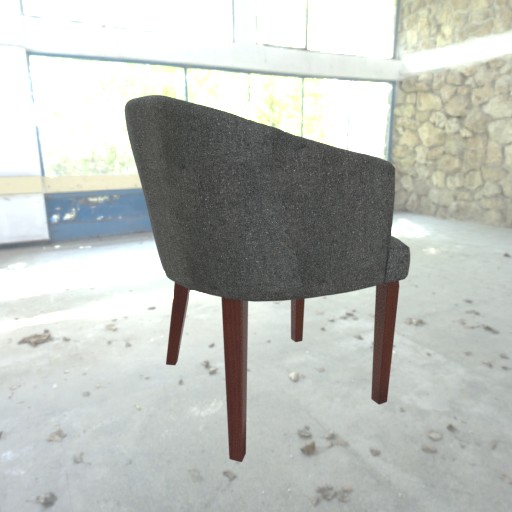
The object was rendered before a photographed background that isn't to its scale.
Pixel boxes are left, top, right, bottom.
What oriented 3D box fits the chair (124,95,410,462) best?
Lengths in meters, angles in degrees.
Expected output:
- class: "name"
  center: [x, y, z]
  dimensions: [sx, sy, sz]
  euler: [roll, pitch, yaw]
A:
- class: "chair"
  center: [0.000, 0.000, 1.237]
  dimensions: [0.655, 0.811, 0.583]
  euler: [-7, 16, -26]
